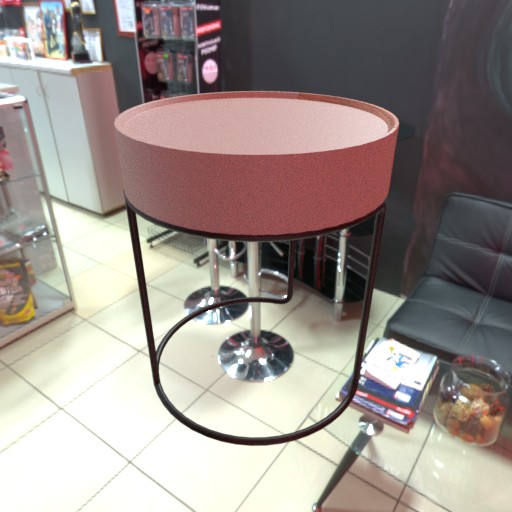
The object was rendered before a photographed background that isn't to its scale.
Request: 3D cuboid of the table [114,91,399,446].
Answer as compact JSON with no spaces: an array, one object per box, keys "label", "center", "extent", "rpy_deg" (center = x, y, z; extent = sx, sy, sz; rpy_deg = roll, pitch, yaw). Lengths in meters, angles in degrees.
[{"label":"table","center":[0.000,0.000,0.852],"extent":[0.450,0.530,0.450],"rpy_deg":[0,30,0]}]
